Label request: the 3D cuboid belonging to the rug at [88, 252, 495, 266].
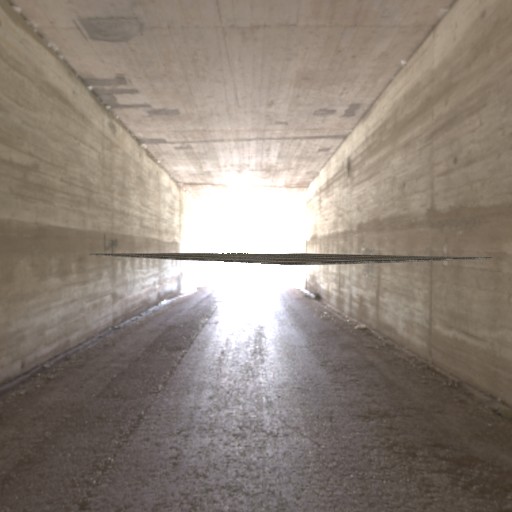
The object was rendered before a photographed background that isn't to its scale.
[{"bbox_3d":[0.000,0.000,2.990,1.520,0.015,2.434,-1,2,-36],"label":"rug"}]
